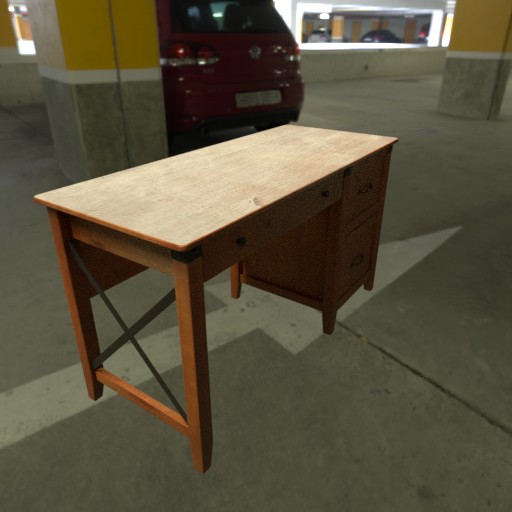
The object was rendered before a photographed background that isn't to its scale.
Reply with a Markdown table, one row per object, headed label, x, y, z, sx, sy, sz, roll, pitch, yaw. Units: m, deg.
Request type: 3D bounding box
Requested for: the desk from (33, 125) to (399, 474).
| label | x | y | z | sx | sy | sz | roll | pitch | yaw |
| --- | --- | --- | --- | --- | --- | --- | --- | --- | --- |
| desk | 0.000 | 0.000 | 1.742 | 0.574 | 0.756 | 1.353 | 17 | 31 | 31 |
